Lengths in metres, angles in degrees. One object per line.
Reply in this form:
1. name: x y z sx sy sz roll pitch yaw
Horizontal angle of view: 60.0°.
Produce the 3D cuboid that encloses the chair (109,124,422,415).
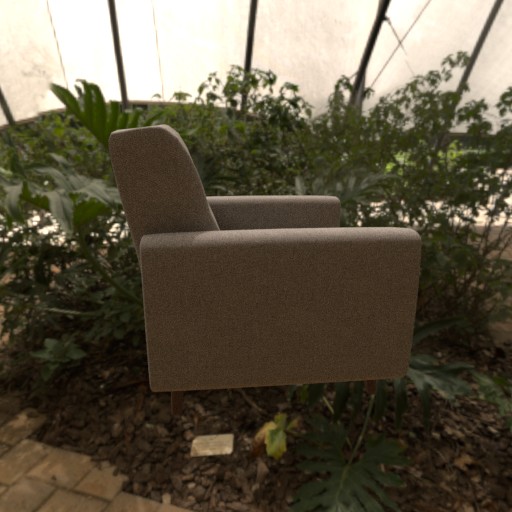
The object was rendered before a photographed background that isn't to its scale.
1. chair: 0.000 0.000 1.704 0.942 0.968 0.845 -3 16 -9
